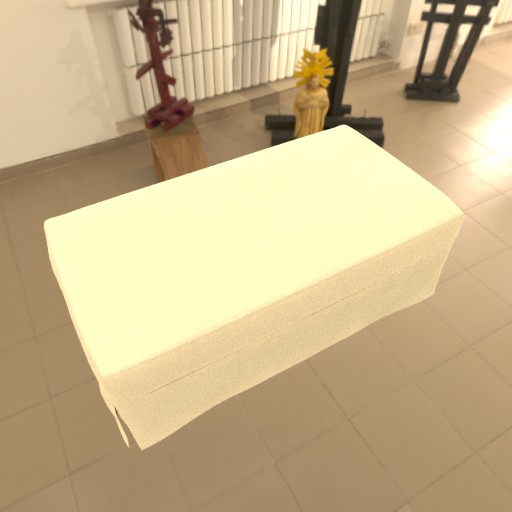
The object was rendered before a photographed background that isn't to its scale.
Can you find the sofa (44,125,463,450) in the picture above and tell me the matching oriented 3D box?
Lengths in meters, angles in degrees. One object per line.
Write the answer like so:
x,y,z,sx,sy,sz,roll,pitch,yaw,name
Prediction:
0.000,0.000,2.090,1.677,0.552,0.939,-22,50,-20,sofa
